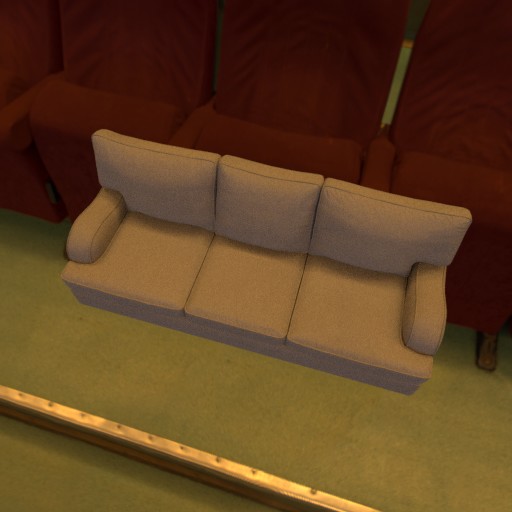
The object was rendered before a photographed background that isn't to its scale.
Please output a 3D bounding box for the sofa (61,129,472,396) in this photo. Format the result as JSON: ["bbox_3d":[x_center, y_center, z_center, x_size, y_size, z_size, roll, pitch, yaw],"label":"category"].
[{"bbox_3d":[0.000,0.000,2.837,2.323,0.991,1.016,14,59,9],"label":"sofa"}]
